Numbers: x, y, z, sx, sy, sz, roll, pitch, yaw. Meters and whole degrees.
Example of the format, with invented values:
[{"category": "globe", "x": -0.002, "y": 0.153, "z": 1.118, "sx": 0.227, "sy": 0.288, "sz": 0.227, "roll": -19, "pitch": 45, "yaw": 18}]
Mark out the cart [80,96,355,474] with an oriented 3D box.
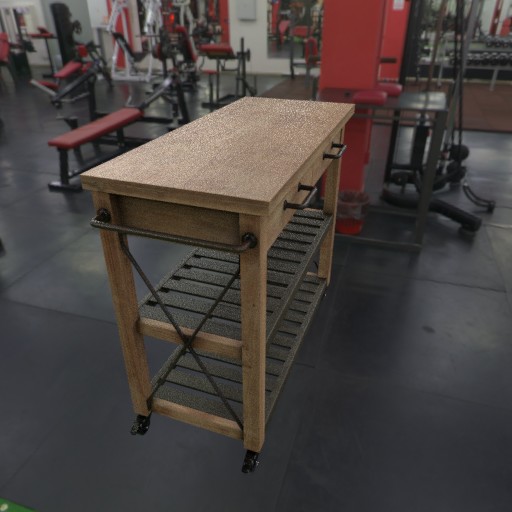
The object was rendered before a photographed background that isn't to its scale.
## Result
[{"category": "cart", "x": 0.000, "y": 0.000, "z": 0.986, "sx": 0.298, "sy": 0.554, "sz": 0.686, "roll": 10, "pitch": 31, "yaw": 17}]
